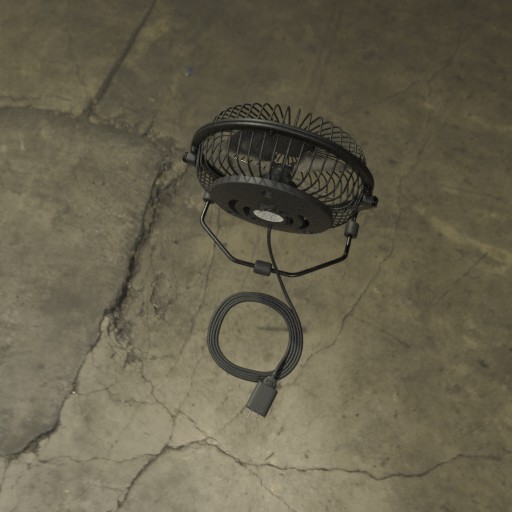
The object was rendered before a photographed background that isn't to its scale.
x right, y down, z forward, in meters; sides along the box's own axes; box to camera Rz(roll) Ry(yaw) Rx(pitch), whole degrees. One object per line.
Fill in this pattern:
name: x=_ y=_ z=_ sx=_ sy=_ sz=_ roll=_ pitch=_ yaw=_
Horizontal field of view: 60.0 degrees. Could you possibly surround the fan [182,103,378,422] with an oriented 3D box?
fan: x=0.000 y=0.000 z=0.311 sx=0.153 sy=0.152 sz=0.202 roll=14 pitch=66 yaw=7
